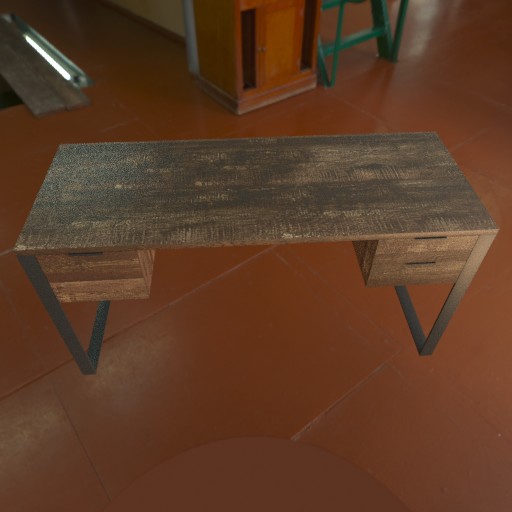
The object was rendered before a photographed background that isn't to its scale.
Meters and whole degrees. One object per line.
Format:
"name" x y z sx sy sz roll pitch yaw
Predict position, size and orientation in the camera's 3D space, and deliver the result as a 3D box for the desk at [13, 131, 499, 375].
"desk" 0.000 0.000 1.864 1.524 0.762 0.599 -3 46 -3
